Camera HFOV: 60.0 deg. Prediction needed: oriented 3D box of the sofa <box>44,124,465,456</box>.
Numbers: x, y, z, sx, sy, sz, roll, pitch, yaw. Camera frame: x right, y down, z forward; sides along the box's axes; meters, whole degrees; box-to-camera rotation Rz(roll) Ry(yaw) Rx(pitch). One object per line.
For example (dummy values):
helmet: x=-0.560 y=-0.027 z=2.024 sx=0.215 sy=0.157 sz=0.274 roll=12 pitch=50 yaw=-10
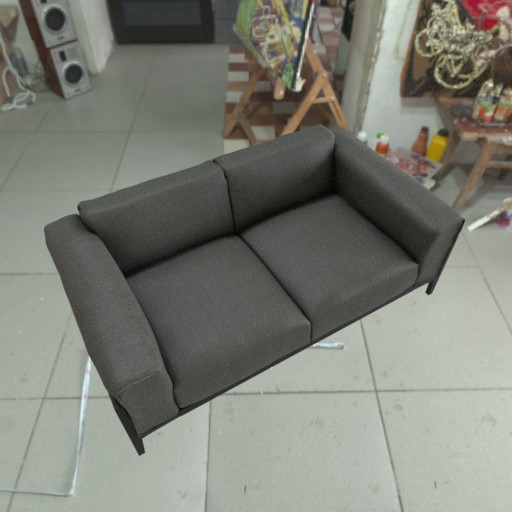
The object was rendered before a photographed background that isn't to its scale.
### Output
sofa: x=0.000 y=0.000 z=2.147 sx=1.690 sy=0.656 sz=0.960 roll=-23 pitch=51 yaw=-20
